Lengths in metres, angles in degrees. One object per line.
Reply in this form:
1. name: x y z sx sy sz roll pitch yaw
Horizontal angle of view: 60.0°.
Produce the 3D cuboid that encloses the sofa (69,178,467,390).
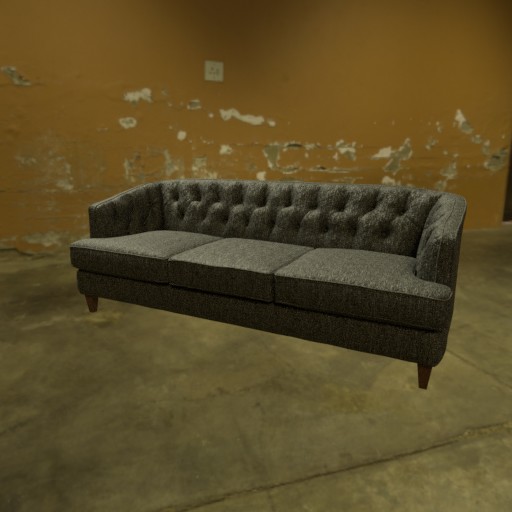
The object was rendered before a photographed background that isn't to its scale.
1. sofa: 0.000 0.000 2.718 2.278 0.855 0.941 7 15 27
